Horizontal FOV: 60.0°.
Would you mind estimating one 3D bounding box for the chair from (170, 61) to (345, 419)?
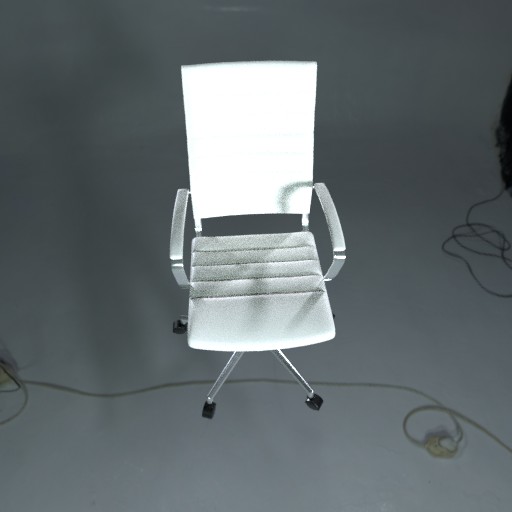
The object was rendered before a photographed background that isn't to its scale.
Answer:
[{"bbox_3d":[0.000,0.000,1.632,0.766,1.149,0.739,-3,47,-3],"label":"chair"}]
